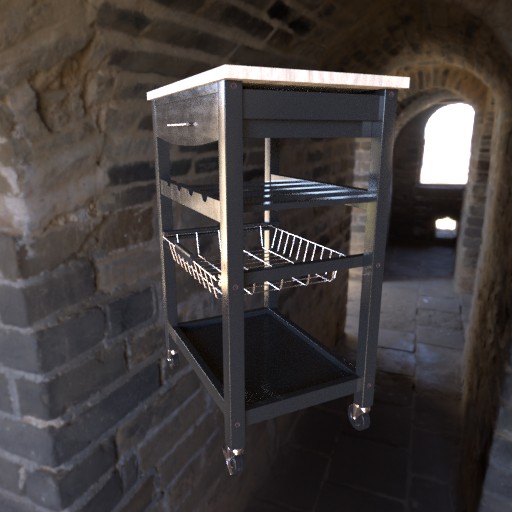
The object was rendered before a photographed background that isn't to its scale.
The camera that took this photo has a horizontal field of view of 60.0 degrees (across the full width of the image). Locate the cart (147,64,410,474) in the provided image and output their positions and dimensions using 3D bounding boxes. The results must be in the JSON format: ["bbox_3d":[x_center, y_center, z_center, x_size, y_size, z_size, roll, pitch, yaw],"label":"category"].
[{"bbox_3d":[0.000,0.000,1.167,0.403,0.839,0.584,-7,17,-25],"label":"cart"}]
